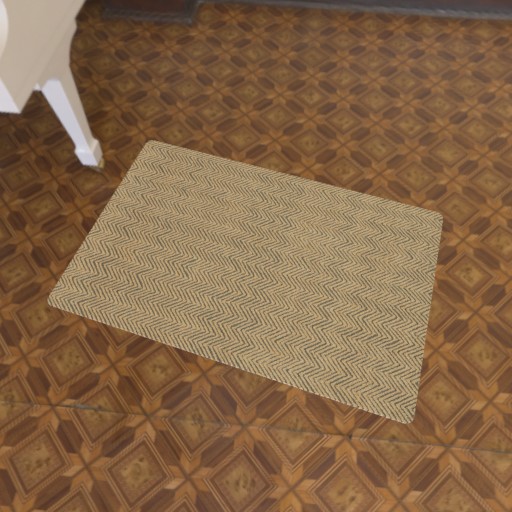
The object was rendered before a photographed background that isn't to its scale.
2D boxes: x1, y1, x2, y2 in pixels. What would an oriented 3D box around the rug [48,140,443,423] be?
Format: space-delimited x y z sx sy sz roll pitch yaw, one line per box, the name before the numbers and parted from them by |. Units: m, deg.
rug | 0.000 0.000 2.257 1.752 0.008 1.144 16 60 9
